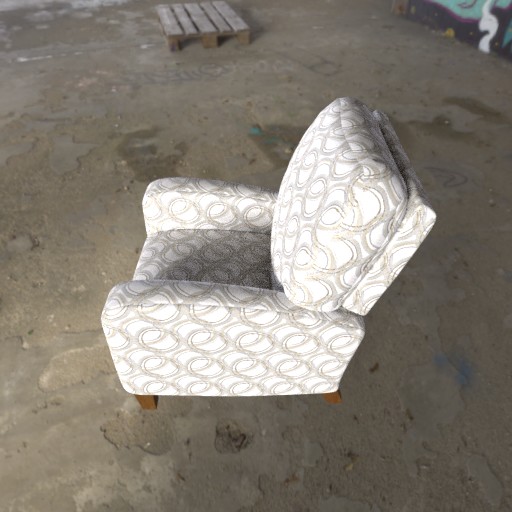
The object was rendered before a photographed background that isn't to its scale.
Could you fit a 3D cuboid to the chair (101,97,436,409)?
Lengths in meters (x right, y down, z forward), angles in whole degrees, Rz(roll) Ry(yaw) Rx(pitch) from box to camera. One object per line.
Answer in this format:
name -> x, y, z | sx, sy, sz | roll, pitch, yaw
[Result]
chair -> 0.000, 0.000, 1.724 | 0.995, 1.065, 0.796 | 0, 41, 1
